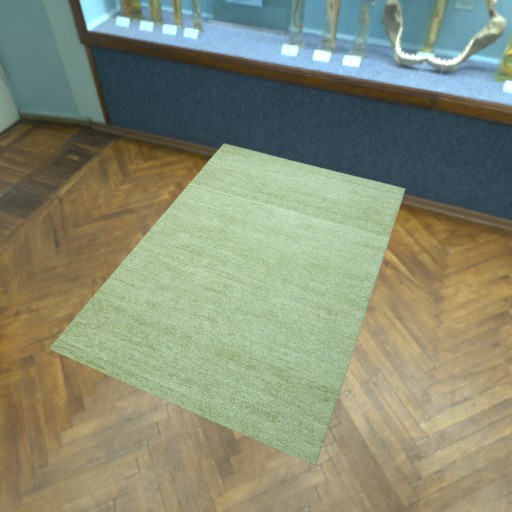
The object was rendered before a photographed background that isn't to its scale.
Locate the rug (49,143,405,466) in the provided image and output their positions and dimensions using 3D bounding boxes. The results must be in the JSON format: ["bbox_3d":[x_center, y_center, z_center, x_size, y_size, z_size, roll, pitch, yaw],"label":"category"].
[{"bbox_3d":[0.000,0.000,3.030,1.606,0.017,2.270,18,50,16],"label":"rug"}]
